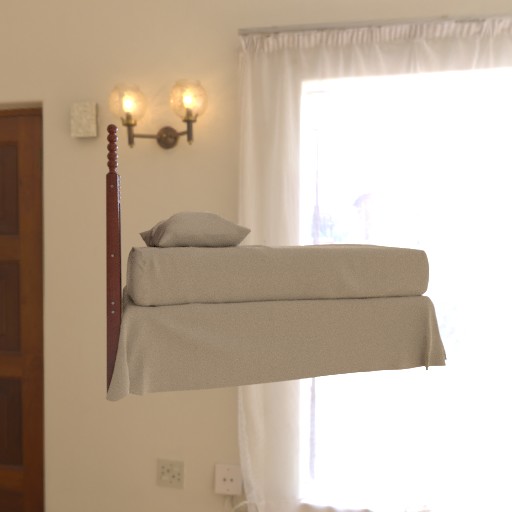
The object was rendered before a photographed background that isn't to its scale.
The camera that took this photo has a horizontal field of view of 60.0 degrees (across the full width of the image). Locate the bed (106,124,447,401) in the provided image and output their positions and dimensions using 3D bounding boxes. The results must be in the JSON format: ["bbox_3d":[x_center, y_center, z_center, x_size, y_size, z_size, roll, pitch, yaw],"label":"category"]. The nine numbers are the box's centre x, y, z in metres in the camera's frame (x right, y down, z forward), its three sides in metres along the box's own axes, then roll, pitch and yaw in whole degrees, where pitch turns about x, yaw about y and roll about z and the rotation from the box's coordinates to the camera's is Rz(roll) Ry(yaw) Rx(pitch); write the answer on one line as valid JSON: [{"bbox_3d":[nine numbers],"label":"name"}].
[{"bbox_3d":[0.000,0.000,3.266,2.040,1.356,1.873,0,1,-17],"label":"bed"}]
